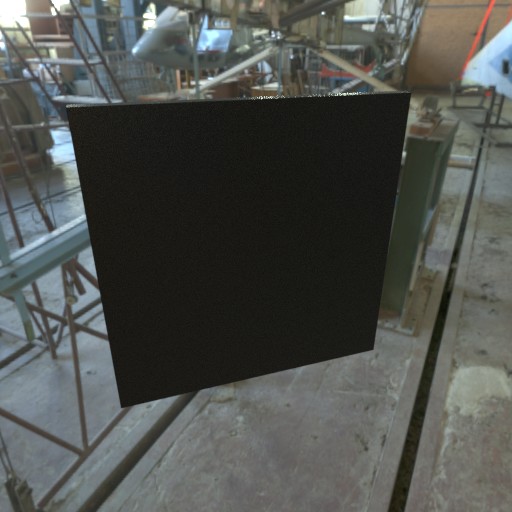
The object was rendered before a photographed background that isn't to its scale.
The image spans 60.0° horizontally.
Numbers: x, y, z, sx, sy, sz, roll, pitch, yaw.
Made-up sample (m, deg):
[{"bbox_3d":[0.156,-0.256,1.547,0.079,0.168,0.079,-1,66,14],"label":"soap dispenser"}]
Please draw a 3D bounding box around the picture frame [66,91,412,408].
[{"bbox_3d":[0.000,0.000,0.823,0.559,0.557,0.029,-9,28,-17],"label":"picture frame"}]
